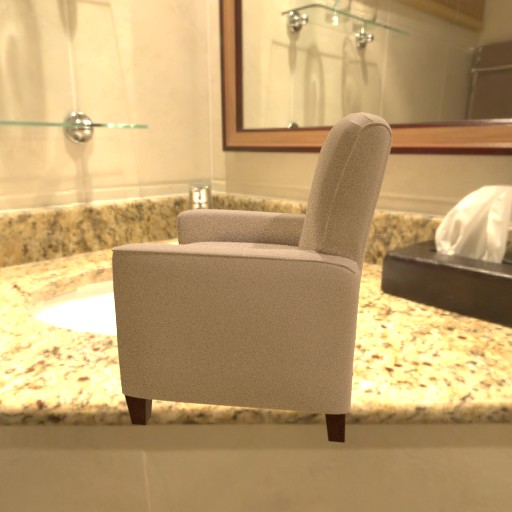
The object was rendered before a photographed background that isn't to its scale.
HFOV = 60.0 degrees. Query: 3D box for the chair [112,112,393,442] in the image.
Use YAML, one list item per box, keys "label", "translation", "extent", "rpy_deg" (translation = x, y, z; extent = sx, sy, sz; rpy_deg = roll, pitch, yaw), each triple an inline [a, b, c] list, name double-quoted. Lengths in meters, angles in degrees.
- label: "chair"
  translation: [0.000, 0.000, 1.700]
  extent: [0.858, 1.028, 0.841]
  rpy_deg: [2, 15, 7]
